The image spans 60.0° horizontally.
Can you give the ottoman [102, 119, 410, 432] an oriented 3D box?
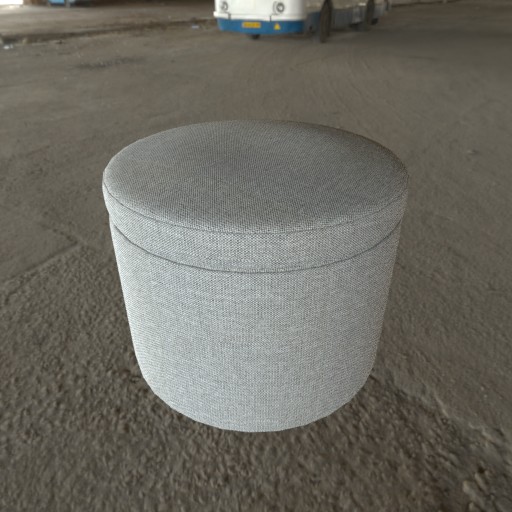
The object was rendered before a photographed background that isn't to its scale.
[{"bbox_3d":[0.000,0.000,0.844,0.500,0.419,0.500,0,32,0],"label":"ottoman"}]
